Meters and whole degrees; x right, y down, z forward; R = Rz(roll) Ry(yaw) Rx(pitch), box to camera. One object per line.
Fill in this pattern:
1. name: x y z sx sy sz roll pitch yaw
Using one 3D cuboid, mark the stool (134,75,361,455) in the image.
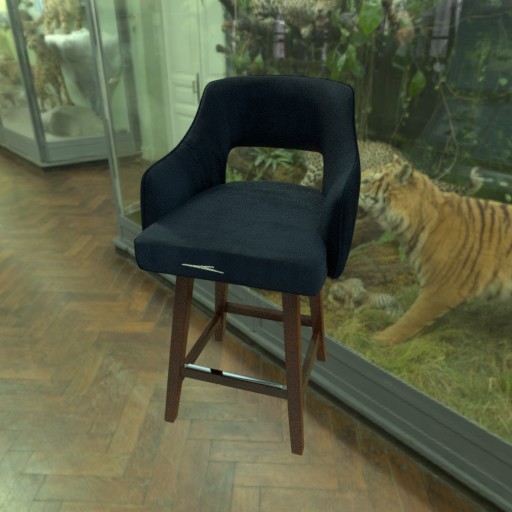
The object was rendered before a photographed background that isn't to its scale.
1. stool: 0.000 0.000 1.293 0.550 0.940 0.560 8 28 15
